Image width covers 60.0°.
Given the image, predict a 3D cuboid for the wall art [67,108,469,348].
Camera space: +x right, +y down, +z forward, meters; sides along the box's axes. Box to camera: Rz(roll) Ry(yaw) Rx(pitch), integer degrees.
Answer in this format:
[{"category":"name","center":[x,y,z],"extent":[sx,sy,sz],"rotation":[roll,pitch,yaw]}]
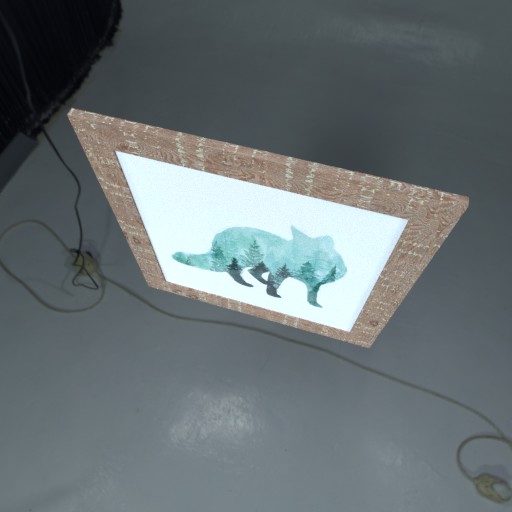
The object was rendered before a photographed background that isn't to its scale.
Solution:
[{"category":"wall art","center":[0.000,0.000,0.577],"extent":[0.384,0.384,0.012],"rotation":[15,61,8]}]
